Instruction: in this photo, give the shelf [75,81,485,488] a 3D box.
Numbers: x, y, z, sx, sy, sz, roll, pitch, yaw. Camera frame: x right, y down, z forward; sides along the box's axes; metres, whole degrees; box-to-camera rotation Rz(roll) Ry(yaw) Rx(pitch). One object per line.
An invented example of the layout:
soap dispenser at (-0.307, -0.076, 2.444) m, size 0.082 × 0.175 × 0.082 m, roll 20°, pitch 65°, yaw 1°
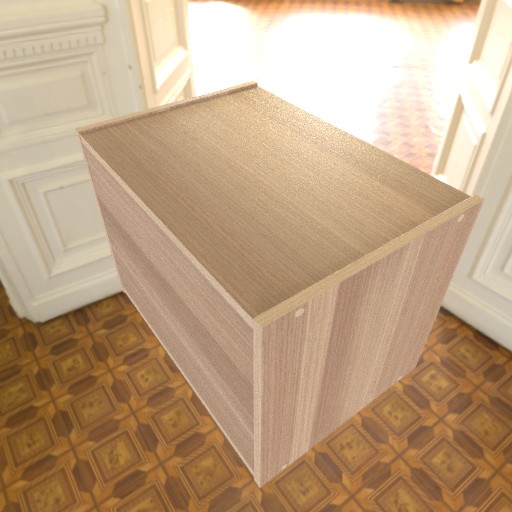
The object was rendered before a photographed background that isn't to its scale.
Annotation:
shelf at (0.000, 0.000, 0.626) m, size 0.290 × 0.305 × 0.415 m, roll -26°, pitch 48°, yaw -26°
